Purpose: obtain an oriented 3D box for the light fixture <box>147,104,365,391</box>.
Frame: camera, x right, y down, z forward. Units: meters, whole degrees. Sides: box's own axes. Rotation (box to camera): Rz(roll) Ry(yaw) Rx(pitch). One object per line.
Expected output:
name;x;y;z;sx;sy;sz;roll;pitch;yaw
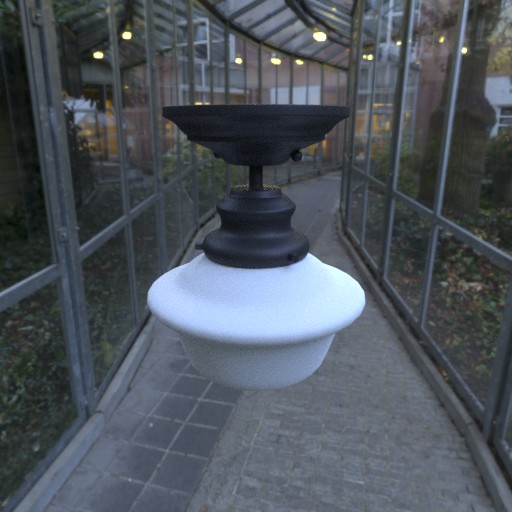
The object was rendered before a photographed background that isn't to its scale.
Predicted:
light fixture;0.000;0.000;0.400;0.197;0.254;0.197;0;17;0
